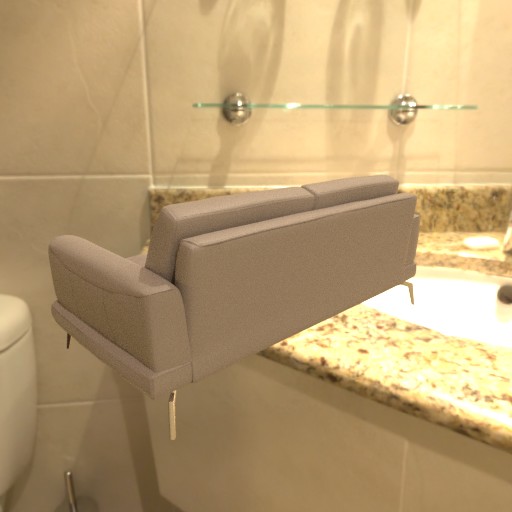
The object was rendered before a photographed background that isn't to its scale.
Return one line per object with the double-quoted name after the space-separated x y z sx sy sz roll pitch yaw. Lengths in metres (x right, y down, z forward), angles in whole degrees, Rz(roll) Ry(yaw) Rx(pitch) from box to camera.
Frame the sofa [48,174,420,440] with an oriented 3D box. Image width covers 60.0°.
0.000 0.000 2.717 2.177 0.930 1.121 -15 23 -42 "sofa"
